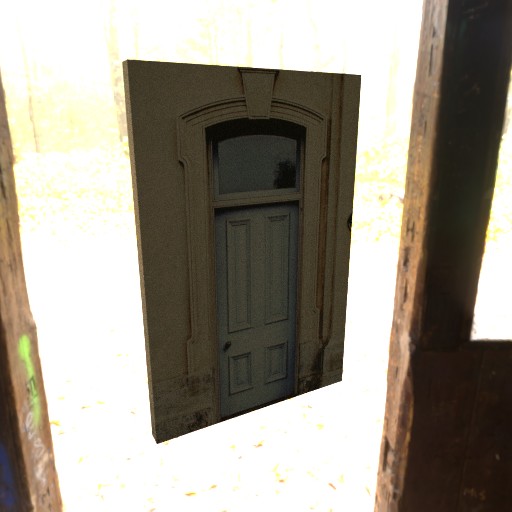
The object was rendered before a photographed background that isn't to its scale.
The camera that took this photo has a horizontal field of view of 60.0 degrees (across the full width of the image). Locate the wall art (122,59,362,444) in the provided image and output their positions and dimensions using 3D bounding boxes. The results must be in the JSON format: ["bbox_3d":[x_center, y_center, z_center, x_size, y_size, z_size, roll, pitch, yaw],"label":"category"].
[{"bbox_3d":[0.000,0.000,0.976,0.508,0.764,0.038,-9,19,-27],"label":"wall art"}]
